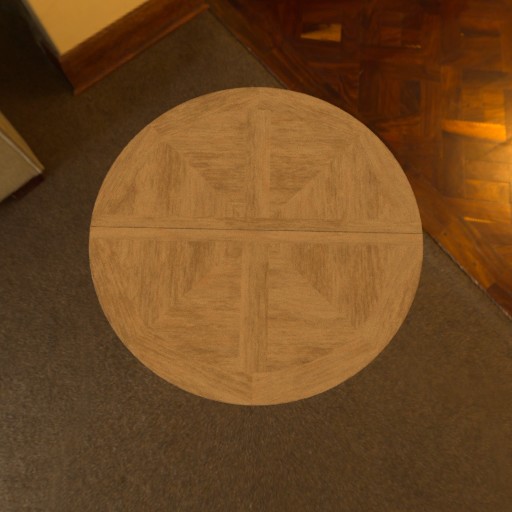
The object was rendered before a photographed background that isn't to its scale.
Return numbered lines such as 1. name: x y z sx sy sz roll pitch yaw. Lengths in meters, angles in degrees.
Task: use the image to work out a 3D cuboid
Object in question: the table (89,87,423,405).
1. table: 0.000 0.000 2.124 1.319 0.762 1.319 0 74 0
